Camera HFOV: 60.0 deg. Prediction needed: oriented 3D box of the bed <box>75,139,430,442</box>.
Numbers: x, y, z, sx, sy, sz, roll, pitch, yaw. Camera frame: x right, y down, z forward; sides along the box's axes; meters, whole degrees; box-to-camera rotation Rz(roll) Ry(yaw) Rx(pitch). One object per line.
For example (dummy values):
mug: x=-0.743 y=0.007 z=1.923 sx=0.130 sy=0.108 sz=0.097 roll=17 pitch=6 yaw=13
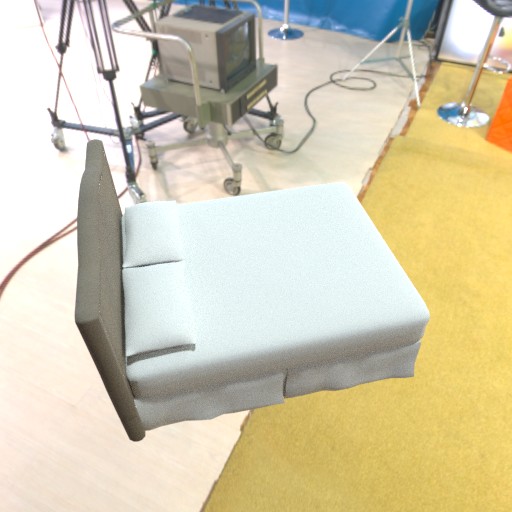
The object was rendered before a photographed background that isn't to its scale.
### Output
bed: x=0.000 y=0.000 z=3.246 sx=2.128 sy=1.441 sz=1.744 roll=-9 pitch=46 yaw=-9
